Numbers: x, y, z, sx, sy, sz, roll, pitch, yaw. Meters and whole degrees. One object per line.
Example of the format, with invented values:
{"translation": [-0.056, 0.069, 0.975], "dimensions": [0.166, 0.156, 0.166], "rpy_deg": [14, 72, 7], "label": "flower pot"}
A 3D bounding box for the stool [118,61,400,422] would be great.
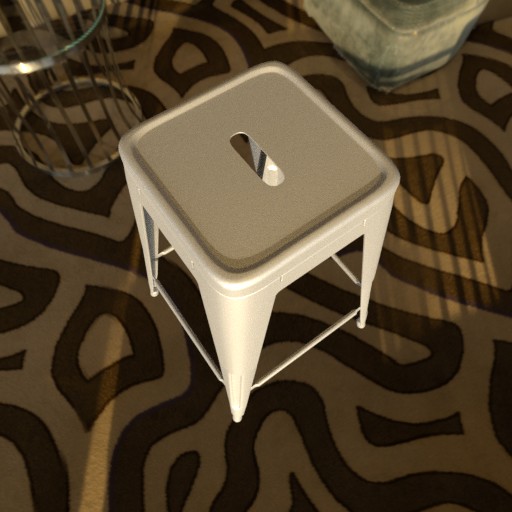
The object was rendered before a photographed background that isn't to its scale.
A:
{"translation": [0.000, 0.000, 0.884], "dimensions": [0.406, 0.610, 0.406], "rpy_deg": [-33, 68, -15], "label": "stool"}
